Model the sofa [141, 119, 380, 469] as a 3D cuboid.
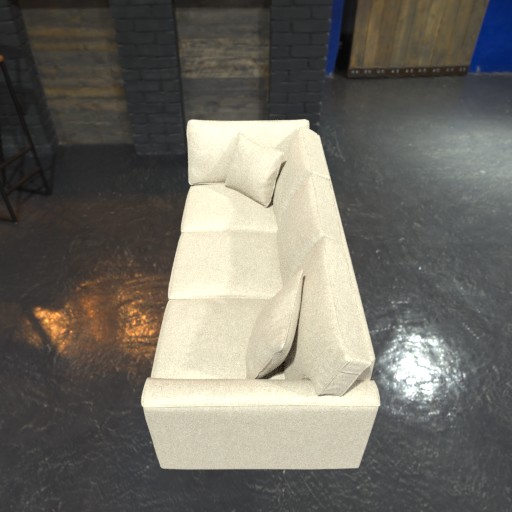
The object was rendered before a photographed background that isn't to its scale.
[{"bbox_3d":[0.000,0.000,2.826,1.053,0.948,2.323,0,40,0],"label":"sofa"}]
